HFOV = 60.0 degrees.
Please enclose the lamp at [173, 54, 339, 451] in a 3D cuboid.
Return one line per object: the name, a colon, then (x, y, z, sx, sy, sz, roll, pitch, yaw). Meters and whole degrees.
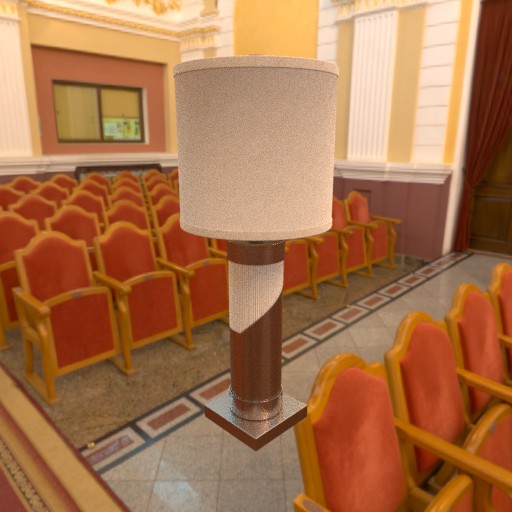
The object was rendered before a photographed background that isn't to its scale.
lamp: (0.000, 0.000, 0.611, 0.202, 0.509, 0.202, -15, 21, -43)
